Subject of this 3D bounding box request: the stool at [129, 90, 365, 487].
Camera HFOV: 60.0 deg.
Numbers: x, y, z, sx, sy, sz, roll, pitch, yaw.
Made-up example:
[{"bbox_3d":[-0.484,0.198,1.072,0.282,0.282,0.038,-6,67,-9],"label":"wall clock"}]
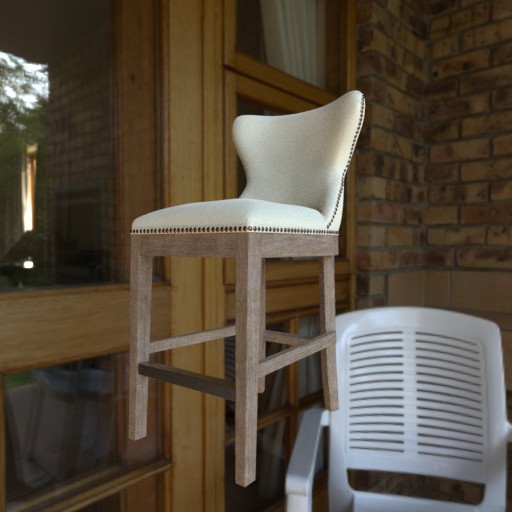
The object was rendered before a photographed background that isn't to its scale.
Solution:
[{"bbox_3d":[0.000,0.000,1.301,0.498,0.981,0.608,1,2,37],"label":"stool"}]
